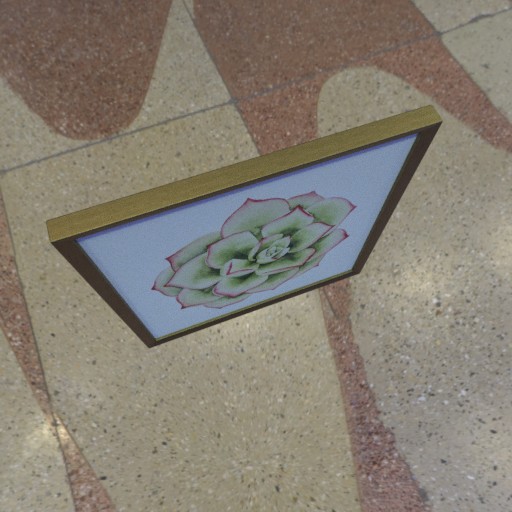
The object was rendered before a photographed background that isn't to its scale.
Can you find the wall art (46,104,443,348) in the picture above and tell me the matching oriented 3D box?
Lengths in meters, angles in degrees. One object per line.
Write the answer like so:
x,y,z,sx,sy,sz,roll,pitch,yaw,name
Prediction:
0.000,0.000,0.768,0.503,0.506,0.031,-19,66,-8,wall art
